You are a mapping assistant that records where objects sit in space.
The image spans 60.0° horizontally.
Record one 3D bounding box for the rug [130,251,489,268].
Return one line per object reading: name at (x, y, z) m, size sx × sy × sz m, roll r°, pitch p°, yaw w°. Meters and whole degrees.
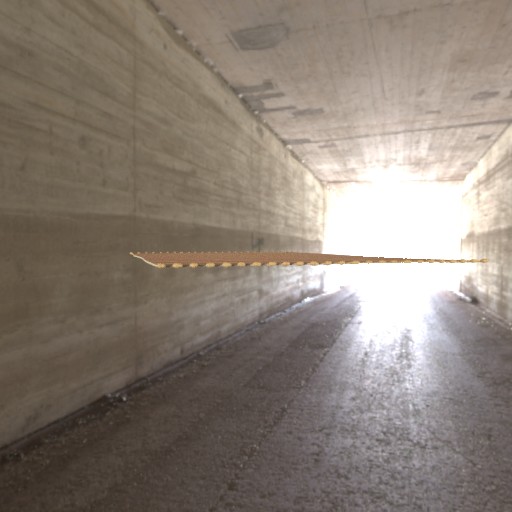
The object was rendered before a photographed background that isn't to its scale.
rug at (0.000, 0.000, 3.010) m, size 1.556 × 0.022 × 2.433 m, roll -1°, pitch 2°, yaw -18°
